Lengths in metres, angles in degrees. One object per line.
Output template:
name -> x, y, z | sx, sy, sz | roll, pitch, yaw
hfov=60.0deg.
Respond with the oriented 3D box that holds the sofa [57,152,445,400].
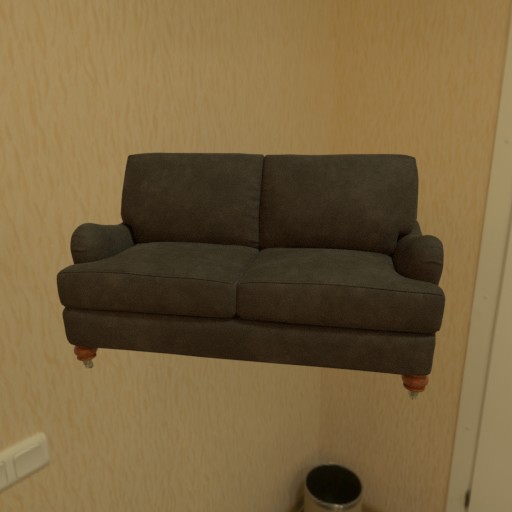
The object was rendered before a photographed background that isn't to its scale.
sofa -> 0.000, 0.000, 2.478 | 1.853, 1.101, 1.084 | 3, 15, 10
